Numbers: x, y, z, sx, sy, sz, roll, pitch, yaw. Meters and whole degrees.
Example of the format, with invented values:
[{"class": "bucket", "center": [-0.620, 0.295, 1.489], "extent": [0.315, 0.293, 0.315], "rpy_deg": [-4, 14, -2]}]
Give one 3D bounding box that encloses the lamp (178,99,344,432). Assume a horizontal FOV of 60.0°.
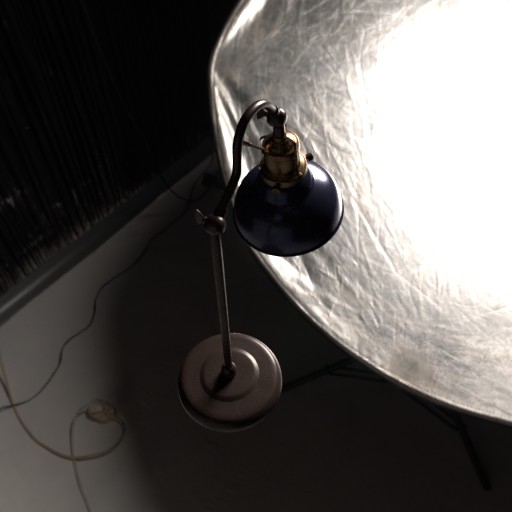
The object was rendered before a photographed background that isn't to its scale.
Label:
[{"class": "lamp", "center": [0.000, 0.000, 0.687], "extent": [0.192, 0.508, 0.374], "rpy_deg": [24, 52, 21]}]
